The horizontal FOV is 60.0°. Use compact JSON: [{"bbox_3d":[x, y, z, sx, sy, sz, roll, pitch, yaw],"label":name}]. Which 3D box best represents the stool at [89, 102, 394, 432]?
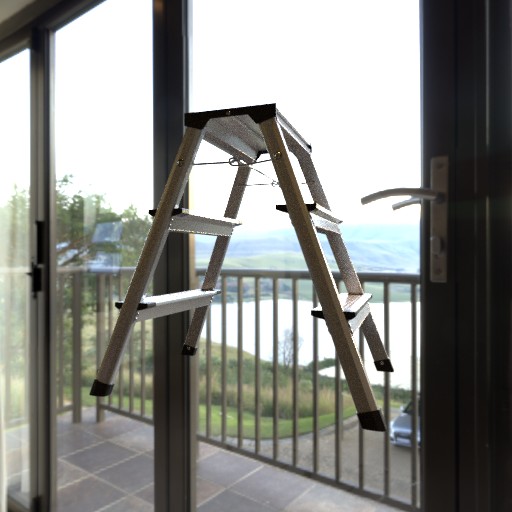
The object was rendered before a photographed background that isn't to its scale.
[{"bbox_3d":[0.000,0.000,1.067,0.622,0.605,0.437,0,0,19],"label":"stool"}]
